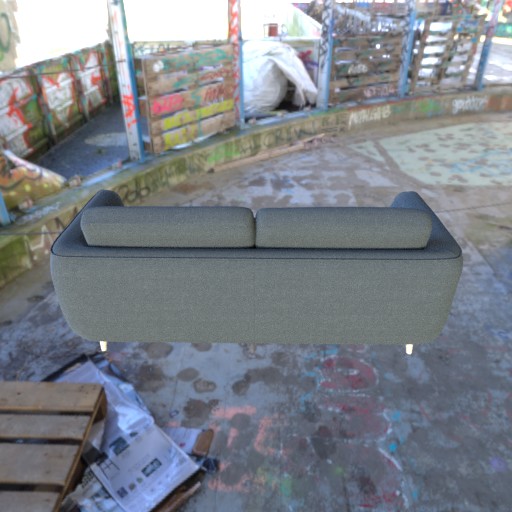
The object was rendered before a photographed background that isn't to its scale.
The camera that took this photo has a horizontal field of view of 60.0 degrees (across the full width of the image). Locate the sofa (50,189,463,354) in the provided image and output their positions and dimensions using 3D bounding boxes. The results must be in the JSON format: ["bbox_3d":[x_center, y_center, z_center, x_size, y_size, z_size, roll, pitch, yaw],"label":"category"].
[{"bbox_3d":[0.000,0.000,2.493,2.000,0.850,0.920,0,31,1],"label":"sofa"}]
